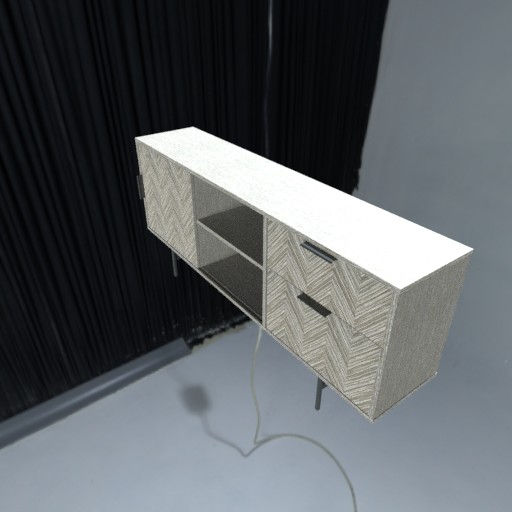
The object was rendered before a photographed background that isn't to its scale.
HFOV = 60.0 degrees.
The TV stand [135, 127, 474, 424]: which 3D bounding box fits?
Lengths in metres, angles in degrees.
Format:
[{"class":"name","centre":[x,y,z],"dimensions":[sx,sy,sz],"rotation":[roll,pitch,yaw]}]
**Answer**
[{"class":"TV stand","centre":[0.000,0.000,2.146],"dimensions":[0.405,0.787,1.804],"rotation":[-21,37,-31]}]
